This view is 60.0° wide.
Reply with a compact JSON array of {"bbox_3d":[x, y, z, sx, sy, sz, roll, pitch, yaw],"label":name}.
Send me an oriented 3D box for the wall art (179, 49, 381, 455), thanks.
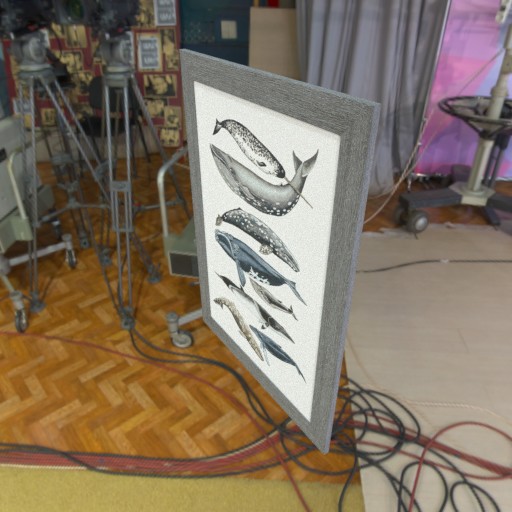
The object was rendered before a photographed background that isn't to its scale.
[{"bbox_3d":[0.000,0.000,1.360,0.020,1.070,0.768,-21,39,-29],"label":"wall art"}]
